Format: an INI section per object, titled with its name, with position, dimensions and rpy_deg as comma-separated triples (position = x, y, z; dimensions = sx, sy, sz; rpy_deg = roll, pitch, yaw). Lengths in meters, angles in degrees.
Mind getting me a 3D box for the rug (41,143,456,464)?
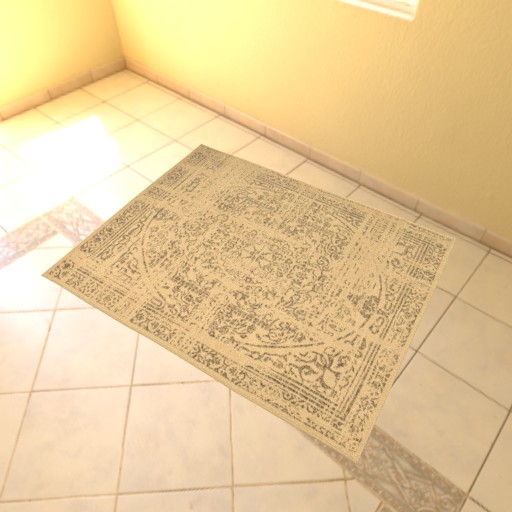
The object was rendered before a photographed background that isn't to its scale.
[rug]
position = 0.000, 0.000, 3.930
dimensions = 2.921, 0.032, 2.311
rpy_deg = 25, 53, 21
